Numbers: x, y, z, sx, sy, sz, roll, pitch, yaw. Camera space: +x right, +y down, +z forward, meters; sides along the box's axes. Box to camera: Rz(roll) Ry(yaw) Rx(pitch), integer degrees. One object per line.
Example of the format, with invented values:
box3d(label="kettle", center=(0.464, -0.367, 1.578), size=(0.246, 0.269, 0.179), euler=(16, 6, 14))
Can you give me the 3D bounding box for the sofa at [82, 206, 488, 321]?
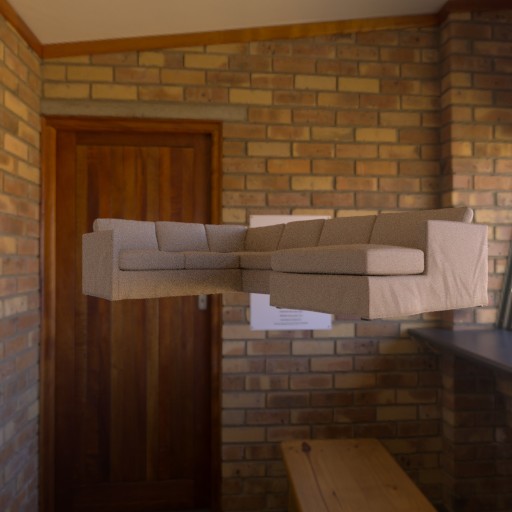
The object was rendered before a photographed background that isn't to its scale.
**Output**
box3d(label="sofa", center=(0.000, 0.000, 4.423), size=(2.427, 0.882, 3.460), euler=(0, -1, -37))
